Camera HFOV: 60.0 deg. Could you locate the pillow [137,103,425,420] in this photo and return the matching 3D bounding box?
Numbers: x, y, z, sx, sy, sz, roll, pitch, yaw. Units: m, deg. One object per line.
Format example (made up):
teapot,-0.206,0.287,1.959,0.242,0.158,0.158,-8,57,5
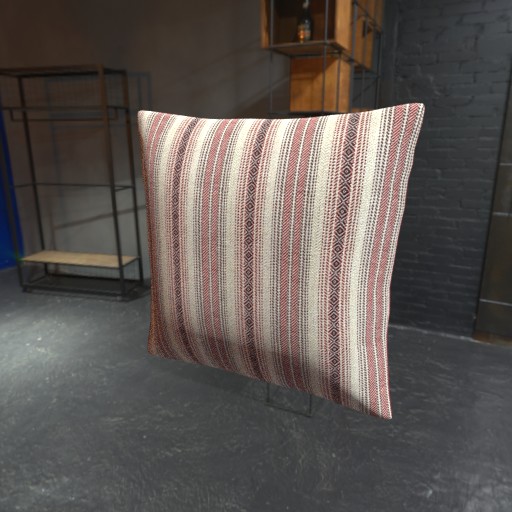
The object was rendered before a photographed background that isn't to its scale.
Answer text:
pillow,0.000,0.000,0.780,0.513,0.497,0.166,8,17,26
